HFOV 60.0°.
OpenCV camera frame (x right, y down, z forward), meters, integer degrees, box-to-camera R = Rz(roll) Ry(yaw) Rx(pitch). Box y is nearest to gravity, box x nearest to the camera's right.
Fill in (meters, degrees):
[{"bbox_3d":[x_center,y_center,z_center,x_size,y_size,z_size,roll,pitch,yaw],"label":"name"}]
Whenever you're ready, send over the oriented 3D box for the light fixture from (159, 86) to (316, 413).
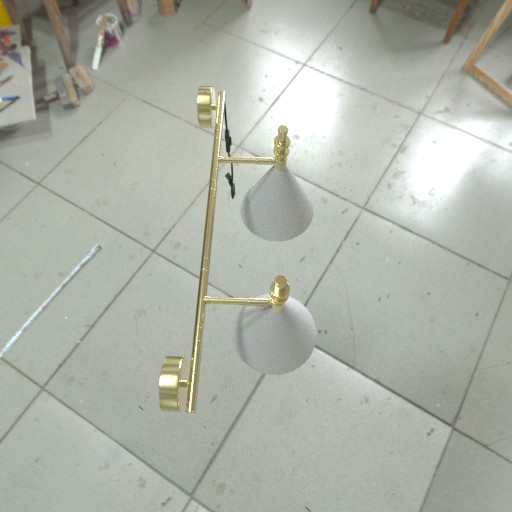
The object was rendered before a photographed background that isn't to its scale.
[{"bbox_3d":[0.000,0.000,0.890,0.239,0.468,0.642,2,64,1],"label":"light fixture"}]
